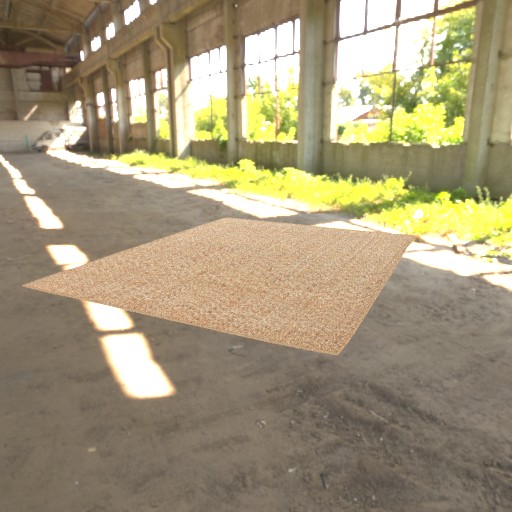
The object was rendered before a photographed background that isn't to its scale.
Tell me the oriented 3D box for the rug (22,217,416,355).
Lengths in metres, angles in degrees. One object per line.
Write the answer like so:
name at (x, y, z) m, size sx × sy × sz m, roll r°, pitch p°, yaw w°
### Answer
rug at (0.000, 0.000, 4.076) m, size 2.439 × 0.013 × 3.048 m, roll 8°, pitch 17°, yaw 25°
